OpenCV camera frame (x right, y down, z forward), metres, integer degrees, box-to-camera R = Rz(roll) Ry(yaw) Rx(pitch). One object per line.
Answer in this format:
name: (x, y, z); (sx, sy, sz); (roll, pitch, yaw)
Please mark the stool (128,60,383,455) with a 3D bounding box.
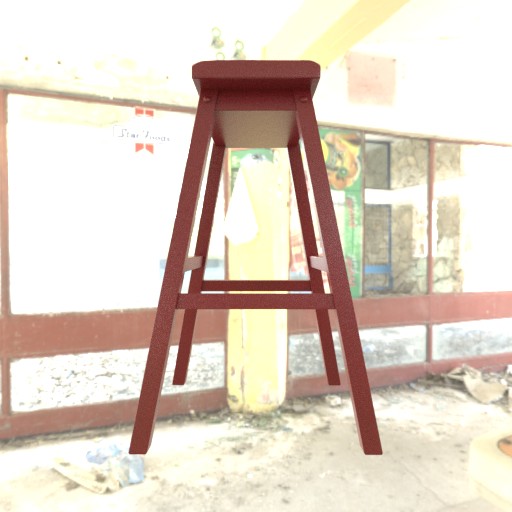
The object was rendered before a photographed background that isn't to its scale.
stool: (0.000, 0.000, 1.051); (0.476, 0.737, 0.457); (0, 1, 0)
